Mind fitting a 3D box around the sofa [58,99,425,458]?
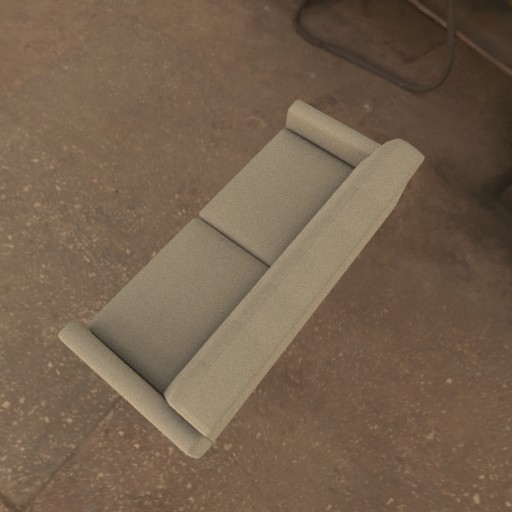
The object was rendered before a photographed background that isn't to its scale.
[{"bbox_3d":[0.000,0.000,2.674,0.980,0.892,2.137,35,68,16],"label":"sofa"}]
